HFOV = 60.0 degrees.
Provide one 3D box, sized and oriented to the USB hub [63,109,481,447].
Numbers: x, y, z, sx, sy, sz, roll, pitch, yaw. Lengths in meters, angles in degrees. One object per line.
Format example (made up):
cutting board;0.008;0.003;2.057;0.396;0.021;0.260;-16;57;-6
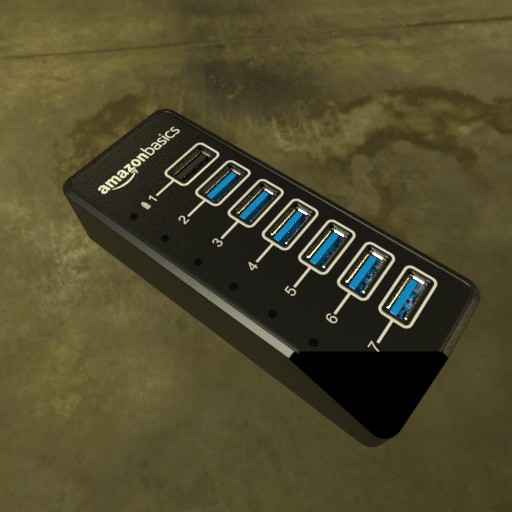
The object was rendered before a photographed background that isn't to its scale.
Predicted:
USB hub;0.000;0.000;0.126;0.110;0.023;0.044;33;64;18
